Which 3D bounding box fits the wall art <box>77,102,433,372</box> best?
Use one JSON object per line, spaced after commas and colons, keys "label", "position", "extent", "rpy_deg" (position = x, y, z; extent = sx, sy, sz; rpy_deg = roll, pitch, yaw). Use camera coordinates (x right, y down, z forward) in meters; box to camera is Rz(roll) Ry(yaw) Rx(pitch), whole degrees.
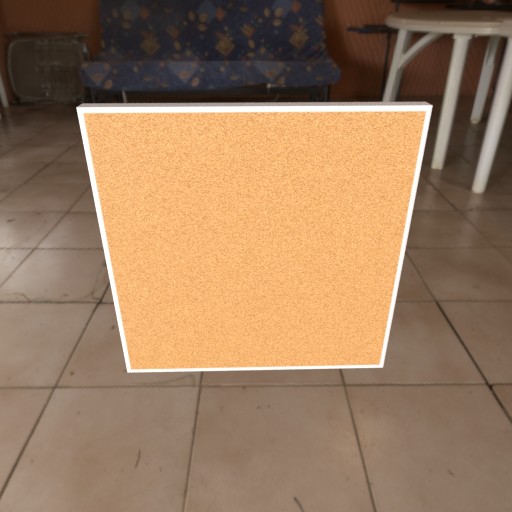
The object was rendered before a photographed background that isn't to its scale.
{"label": "wall art", "position": [0.000, 0.000, 1.161], "extent": [0.768, 0.765, 0.041], "rpy_deg": [-1, 30, -1]}
